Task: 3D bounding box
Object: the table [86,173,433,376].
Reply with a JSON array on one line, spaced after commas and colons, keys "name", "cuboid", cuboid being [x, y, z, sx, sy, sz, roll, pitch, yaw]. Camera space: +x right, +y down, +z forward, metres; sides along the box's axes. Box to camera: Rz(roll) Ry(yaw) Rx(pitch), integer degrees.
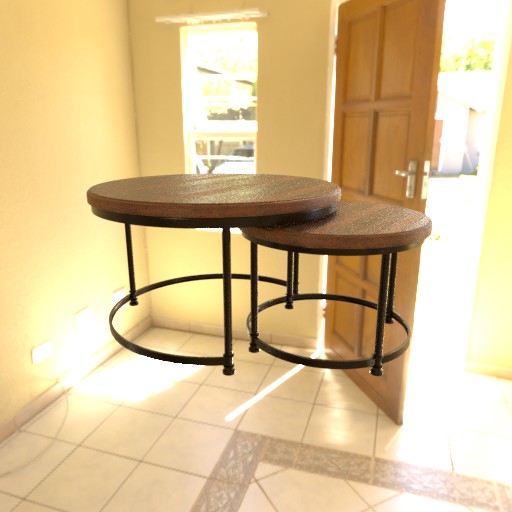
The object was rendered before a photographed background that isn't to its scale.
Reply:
[{"name": "table", "cuboid": [0.000, 0.000, 1.624, 1.152, 0.516, 0.870, 2, 16, 8]}]
